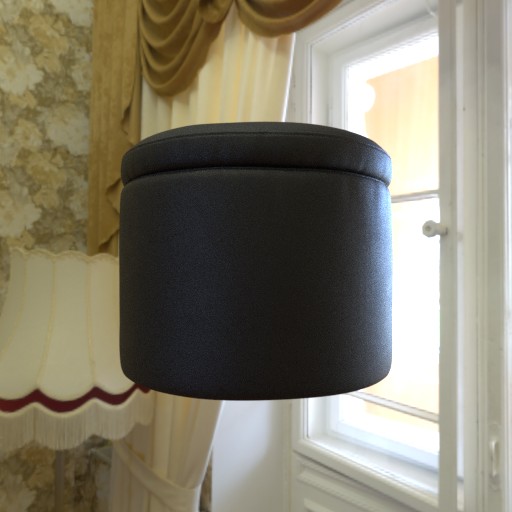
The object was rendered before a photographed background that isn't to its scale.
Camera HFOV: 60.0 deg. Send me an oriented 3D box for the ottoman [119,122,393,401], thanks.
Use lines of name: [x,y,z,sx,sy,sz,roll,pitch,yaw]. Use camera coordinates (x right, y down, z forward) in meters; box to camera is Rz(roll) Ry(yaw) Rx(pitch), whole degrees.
ottoman: [0.000,0.000,0.850,0.501,0.409,0.501,0,-1,0]
